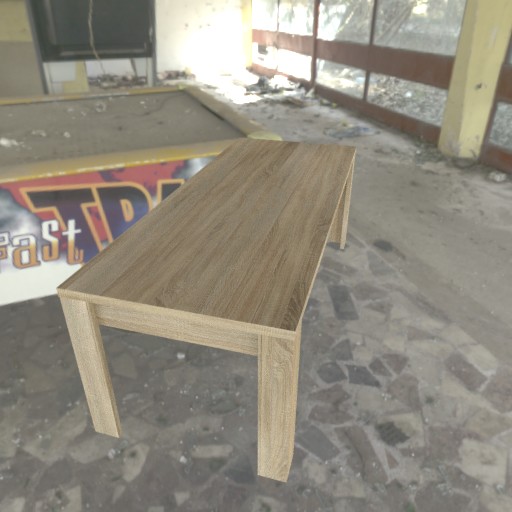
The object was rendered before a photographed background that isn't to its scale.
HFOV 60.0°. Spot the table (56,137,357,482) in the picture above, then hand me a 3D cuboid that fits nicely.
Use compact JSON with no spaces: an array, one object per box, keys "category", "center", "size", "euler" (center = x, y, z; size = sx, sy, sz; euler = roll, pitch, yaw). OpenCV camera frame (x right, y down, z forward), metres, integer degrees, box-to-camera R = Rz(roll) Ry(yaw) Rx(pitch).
[{"category":"table","center":[0.000,0.000,2.640],"size":[0.900,0.790,2.200],"euler":[8,31,14]}]
